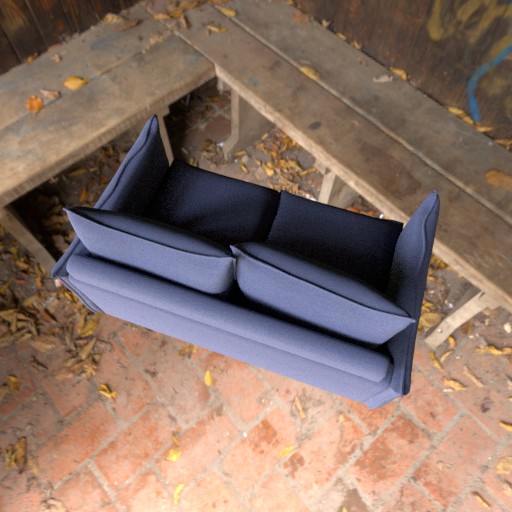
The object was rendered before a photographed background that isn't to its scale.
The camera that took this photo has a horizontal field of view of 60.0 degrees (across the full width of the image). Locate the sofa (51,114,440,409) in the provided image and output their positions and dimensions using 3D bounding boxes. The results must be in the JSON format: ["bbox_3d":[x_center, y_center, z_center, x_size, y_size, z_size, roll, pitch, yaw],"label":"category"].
[{"bbox_3d":[0.000,0.000,1.816,1.300,0.840,0.820,17,64,9],"label":"sofa"}]
